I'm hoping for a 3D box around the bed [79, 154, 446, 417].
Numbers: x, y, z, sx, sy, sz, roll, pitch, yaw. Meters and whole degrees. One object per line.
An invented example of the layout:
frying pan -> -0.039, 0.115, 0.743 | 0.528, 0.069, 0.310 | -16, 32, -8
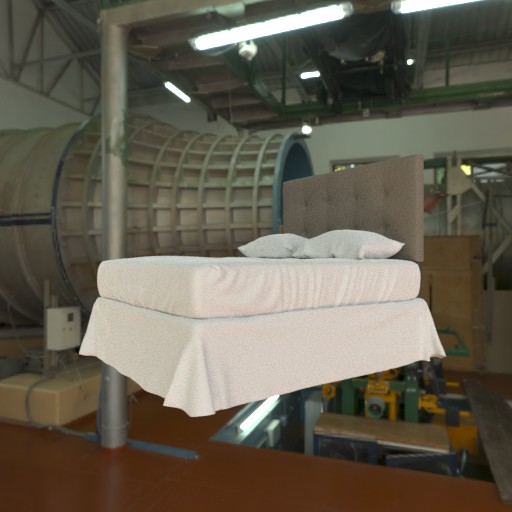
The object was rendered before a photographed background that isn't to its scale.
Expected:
bed -> 0.000, 0.000, 3.467 | 2.222, 1.577, 1.936 | 0, 0, -36
